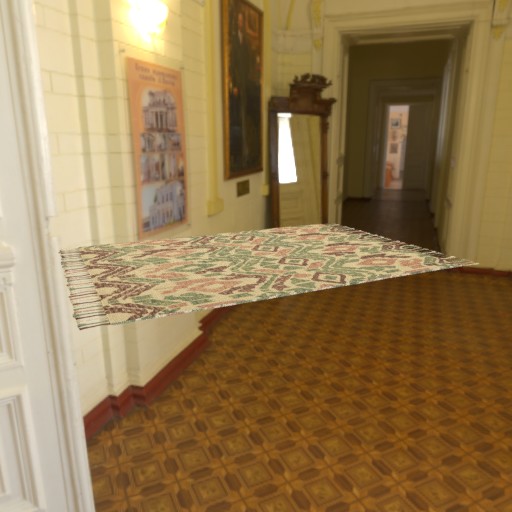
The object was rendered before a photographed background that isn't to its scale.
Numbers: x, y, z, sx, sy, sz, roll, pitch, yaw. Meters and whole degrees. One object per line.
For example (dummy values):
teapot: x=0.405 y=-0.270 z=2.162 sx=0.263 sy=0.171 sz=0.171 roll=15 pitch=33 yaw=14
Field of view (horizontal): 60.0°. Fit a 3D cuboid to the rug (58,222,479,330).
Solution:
rug: x=0.000 y=0.000 z=2.288 sx=1.829 sy=0.010 sz=1.219 roll=-7 pitch=16 yaw=-25
